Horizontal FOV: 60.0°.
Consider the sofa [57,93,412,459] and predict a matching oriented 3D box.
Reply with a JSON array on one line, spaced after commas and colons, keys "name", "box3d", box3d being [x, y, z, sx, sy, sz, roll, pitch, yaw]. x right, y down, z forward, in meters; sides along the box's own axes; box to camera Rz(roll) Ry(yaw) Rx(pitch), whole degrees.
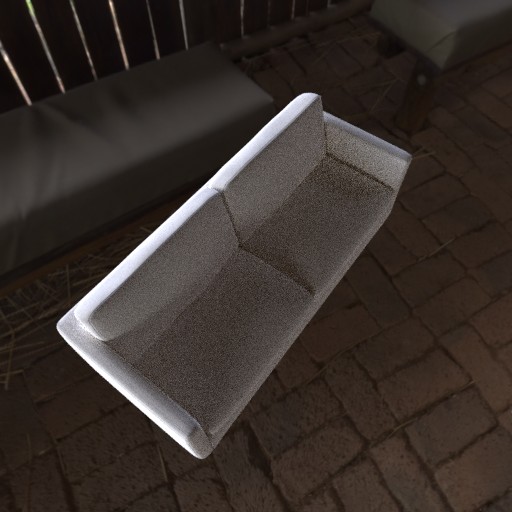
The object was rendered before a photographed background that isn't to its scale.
[{"name": "sofa", "box3d": [0.000, 0.000, 2.703, 0.924, 0.933, 2.139, 33, 64, 19]}]
